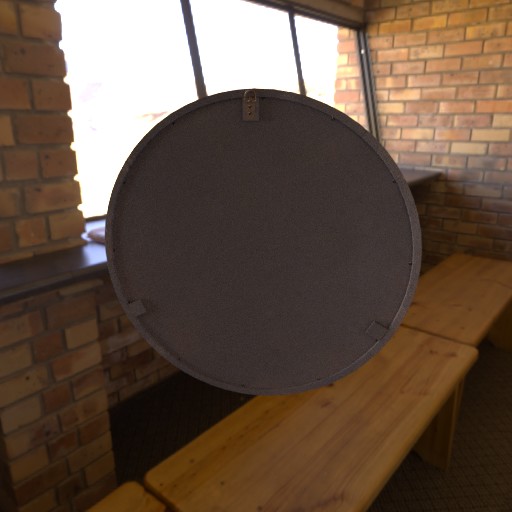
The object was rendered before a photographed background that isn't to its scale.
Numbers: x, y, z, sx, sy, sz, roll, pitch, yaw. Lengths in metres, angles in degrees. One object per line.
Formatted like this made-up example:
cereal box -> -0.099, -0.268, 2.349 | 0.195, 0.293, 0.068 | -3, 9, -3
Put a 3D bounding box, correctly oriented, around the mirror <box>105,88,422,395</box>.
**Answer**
mirror -> 0.000, 0.000, 1.004 | 0.710, 0.710, 0.038 | 3, 18, 8
